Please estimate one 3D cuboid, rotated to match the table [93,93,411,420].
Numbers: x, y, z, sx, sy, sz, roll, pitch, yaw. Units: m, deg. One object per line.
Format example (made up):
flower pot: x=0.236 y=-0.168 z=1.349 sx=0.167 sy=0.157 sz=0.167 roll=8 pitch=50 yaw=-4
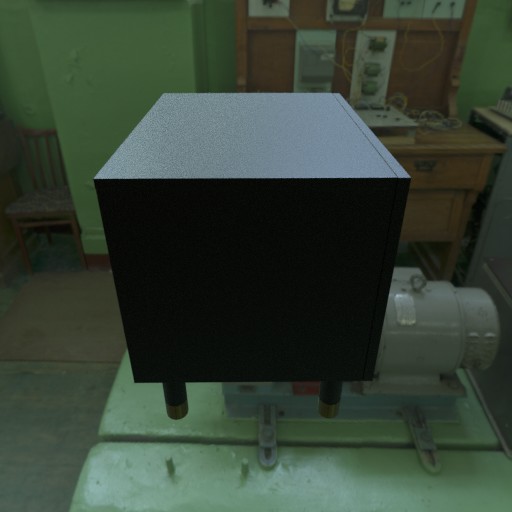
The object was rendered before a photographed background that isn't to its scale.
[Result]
table: x=0.000 y=0.000 z=0.985 sx=0.441 sy=0.584 sz=0.564 roll=0 pitch=31 yaw=-1
